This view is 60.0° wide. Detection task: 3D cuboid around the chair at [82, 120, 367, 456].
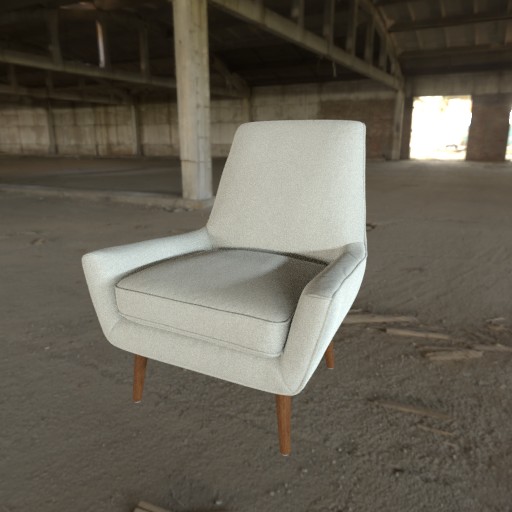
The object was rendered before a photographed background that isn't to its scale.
[{"bbox_3d":[0.000,0.000,1.482,0.787,0.888,0.822,8,17,27],"label":"chair"}]
